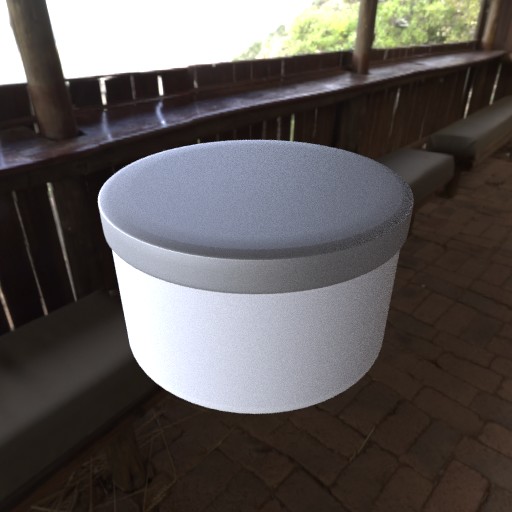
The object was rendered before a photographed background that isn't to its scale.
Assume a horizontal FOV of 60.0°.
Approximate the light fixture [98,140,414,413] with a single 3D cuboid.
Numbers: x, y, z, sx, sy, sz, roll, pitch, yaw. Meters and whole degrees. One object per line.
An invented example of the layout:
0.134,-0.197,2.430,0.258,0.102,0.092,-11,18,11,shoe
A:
0.000,0.000,0.633,0.393,0.229,0.393,0,30,0,light fixture
